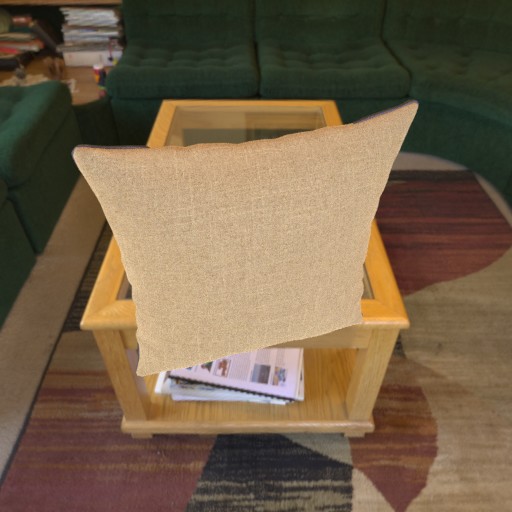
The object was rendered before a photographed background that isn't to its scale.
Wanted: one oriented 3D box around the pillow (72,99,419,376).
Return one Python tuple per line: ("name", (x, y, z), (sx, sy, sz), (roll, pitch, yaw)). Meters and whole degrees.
("pillow", (0.000, 0.000, 0.681), (0.440, 0.441, 0.147), (-12, 43, -13))
